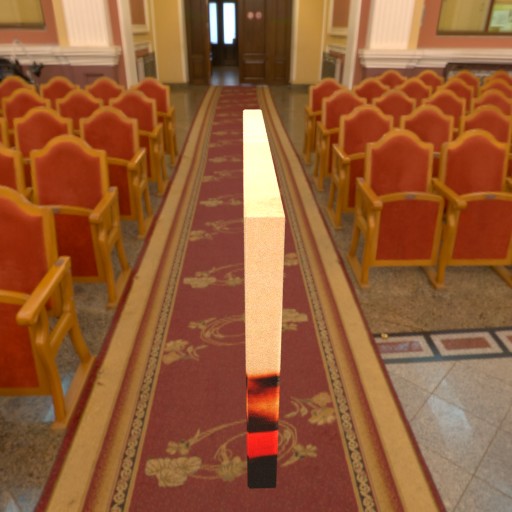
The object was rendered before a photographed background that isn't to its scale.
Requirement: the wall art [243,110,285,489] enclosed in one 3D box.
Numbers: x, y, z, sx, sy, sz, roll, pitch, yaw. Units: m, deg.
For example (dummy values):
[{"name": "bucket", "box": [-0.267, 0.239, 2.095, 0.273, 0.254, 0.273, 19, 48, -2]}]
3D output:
[{"name": "wall art", "box": [0.000, 0.000, 0.788, 0.040, 0.402, 0.613, -1, 27, -1]}]
